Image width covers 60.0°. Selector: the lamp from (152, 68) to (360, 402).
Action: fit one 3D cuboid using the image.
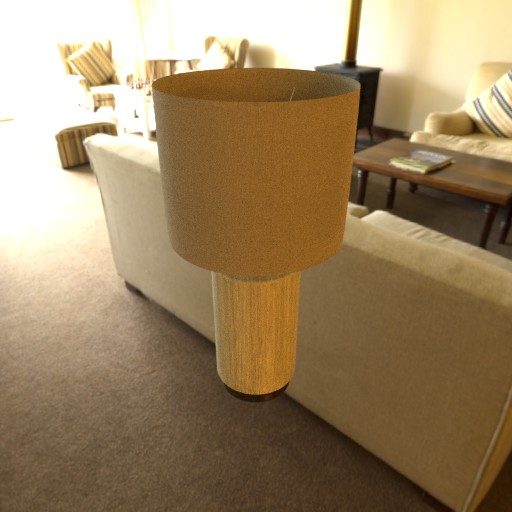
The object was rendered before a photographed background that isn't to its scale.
[{"bbox_3d":[0.000,0.000,0.600,0.228,0.444,0.228,-1,30,-2],"label":"lamp"}]
